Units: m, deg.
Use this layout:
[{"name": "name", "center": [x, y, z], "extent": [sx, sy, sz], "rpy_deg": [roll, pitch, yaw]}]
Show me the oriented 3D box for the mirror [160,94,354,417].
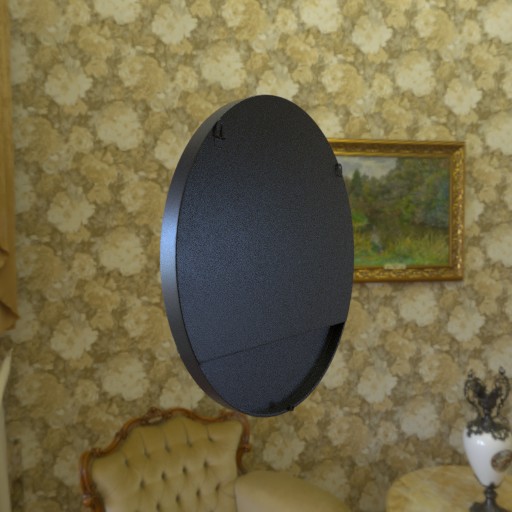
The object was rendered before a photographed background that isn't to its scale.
[{"name": "mirror", "center": [0.000, 0.000, 0.690], "extent": [0.133, 0.457, 0.457], "rpy_deg": [0, 0, 36]}]
